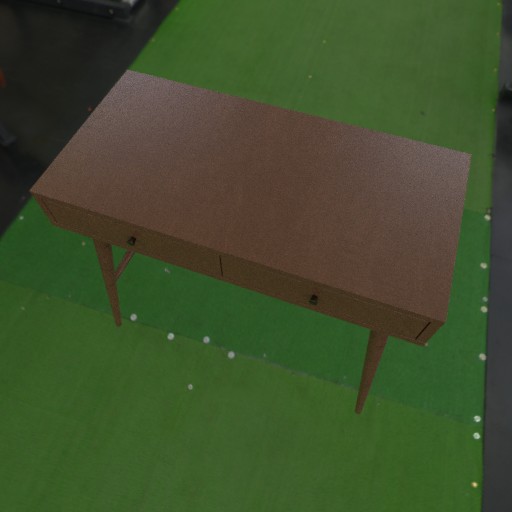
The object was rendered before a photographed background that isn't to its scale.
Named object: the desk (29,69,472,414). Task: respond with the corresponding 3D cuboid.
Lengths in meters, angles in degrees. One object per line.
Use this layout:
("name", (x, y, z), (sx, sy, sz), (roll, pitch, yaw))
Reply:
("desk", (0.000, 0.000, 1.377), (0.949, 0.758, 0.510), (17, 60, 10))
